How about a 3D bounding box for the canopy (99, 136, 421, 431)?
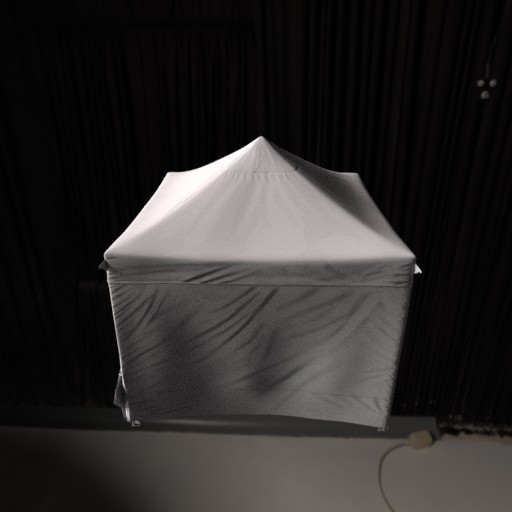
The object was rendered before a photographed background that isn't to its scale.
[{"bbox_3d":[0.000,0.000,5.677,3.121,2.997,3.043,1,25,1],"label":"canopy"}]
